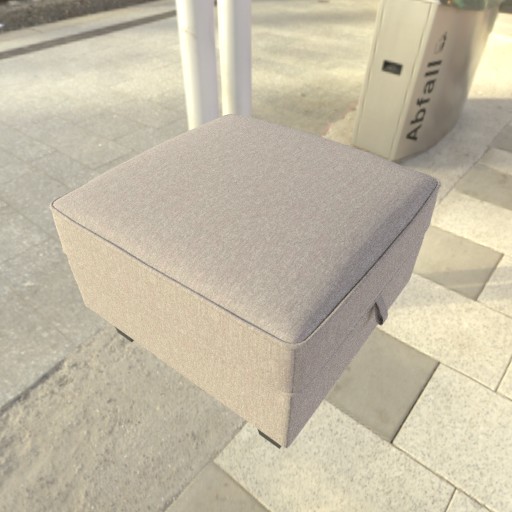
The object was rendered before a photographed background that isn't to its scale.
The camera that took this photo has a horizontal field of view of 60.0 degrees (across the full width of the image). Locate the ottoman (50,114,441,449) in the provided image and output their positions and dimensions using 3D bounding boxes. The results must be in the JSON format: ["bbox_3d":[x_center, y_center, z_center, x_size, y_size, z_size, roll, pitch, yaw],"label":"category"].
[{"bbox_3d":[0.000,0.000,1.386,0.871,0.612,0.808,26,47,28],"label":"ottoman"}]
